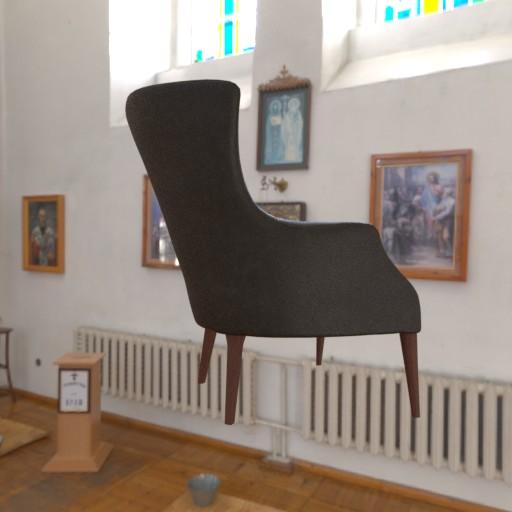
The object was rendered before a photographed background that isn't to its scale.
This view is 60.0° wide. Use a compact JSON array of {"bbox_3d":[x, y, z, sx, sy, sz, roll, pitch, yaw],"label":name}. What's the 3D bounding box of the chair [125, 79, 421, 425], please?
[{"bbox_3d":[0.000,0.000,1.688,0.954,1.068,0.819,0,0,-18],"label":"chair"}]
